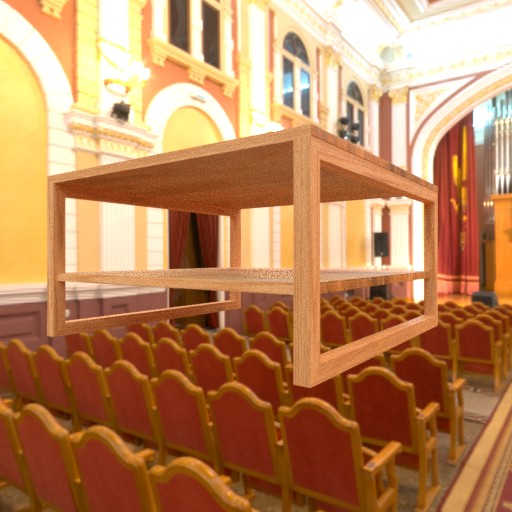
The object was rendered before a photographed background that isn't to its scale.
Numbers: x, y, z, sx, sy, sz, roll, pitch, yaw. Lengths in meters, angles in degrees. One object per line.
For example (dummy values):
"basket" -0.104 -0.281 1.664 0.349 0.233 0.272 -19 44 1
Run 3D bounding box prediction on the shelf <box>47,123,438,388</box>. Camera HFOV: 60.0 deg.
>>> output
"shelf" 0.000 0.000 1.430 0.899 0.480 0.899 0 0 36
